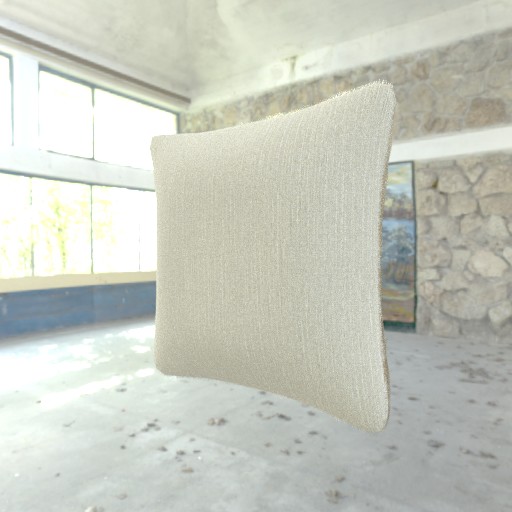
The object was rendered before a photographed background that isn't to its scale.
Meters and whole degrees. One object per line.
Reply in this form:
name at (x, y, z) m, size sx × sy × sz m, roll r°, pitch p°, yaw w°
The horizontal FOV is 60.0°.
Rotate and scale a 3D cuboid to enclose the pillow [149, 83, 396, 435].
pillow at (0.000, 0.000, 0.821) m, size 0.538 × 0.525 × 0.216 m, roll 1°, pitch 1°, yaw 37°
